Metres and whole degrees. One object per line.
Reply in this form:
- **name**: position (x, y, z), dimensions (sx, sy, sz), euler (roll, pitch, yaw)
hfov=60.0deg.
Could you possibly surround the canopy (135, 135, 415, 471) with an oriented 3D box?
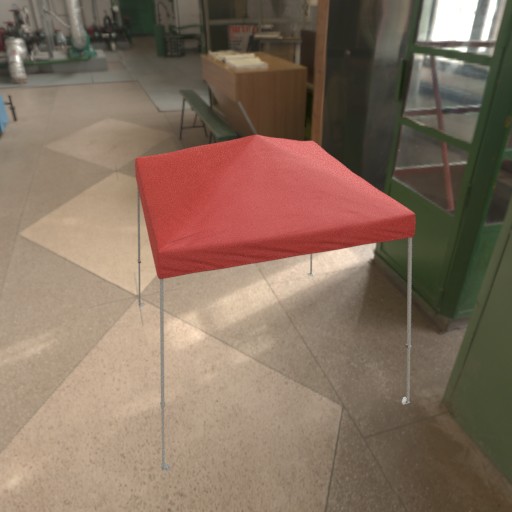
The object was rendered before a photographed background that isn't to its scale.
- **canopy**: position (0.000, 0.000, 6.565), dimensions (3.600, 3.600, 3.599), euler (-9, 33, -15)
